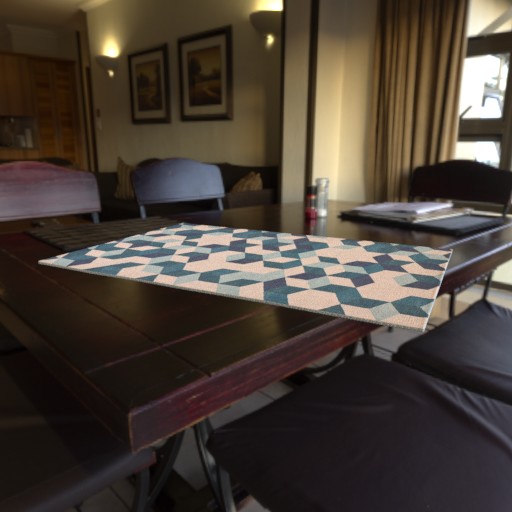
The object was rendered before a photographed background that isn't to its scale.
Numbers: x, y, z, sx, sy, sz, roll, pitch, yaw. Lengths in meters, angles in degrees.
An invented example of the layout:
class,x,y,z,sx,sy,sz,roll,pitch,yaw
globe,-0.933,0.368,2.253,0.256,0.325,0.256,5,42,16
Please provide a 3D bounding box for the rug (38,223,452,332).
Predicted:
class,x,y,z,sx,sy,sz,roll,pitch,yaw
rug,0.000,0.000,2.343,1.829,0.014,1.235,7,16,26
